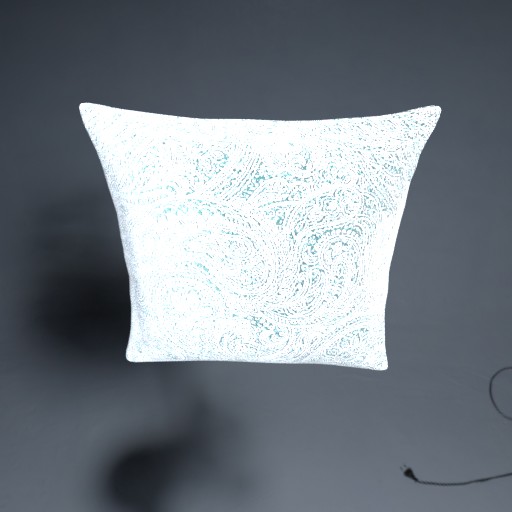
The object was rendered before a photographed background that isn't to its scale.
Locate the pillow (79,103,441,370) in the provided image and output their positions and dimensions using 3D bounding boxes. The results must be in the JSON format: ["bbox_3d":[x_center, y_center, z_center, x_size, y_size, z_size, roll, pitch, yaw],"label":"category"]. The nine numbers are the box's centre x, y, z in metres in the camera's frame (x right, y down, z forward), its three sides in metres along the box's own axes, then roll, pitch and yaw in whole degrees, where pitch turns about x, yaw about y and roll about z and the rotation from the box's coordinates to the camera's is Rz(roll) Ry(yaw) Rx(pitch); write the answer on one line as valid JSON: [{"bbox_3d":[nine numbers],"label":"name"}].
[{"bbox_3d":[0.000,0.000,0.767,0.526,0.507,0.166,1,31,2],"label":"pillow"}]
